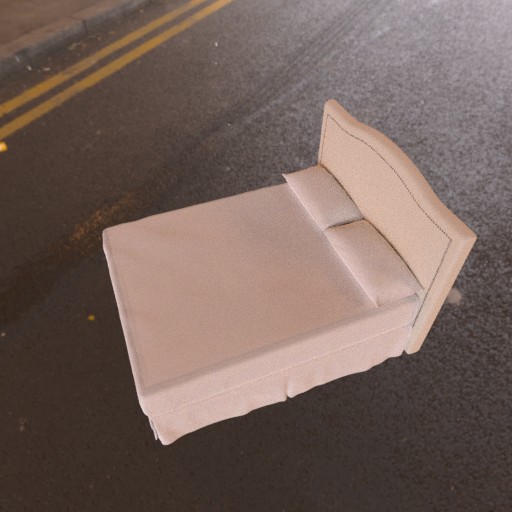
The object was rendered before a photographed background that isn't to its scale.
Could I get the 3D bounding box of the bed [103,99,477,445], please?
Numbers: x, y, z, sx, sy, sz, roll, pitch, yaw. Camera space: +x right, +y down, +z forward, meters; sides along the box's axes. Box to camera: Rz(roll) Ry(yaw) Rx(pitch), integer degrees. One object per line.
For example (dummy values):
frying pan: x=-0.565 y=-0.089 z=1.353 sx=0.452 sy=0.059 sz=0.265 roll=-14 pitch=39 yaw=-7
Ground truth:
bed: x=0.000 y=0.000 z=3.340 sx=2.143 sy=1.460 sz=1.753 roll=-16 pitch=49 yaw=-14
